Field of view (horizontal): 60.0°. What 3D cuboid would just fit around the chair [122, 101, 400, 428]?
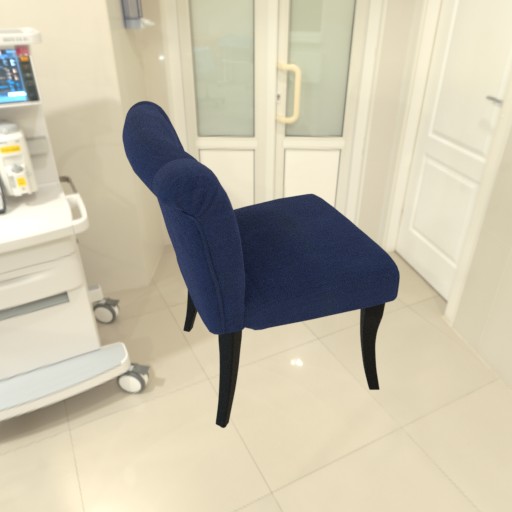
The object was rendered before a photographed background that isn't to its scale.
[{"bbox_3d":[0.000,0.000,1.219,0.606,0.753,0.585,-11,33,-17],"label":"chair"}]
